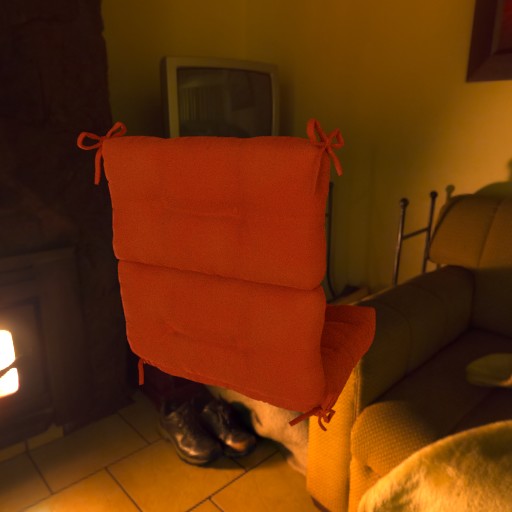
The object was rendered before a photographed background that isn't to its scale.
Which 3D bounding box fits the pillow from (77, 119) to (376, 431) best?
[{"bbox_3d":[0.000,0.000,1.051,0.519,0.605,0.571,8,17,26],"label":"pillow"}]
